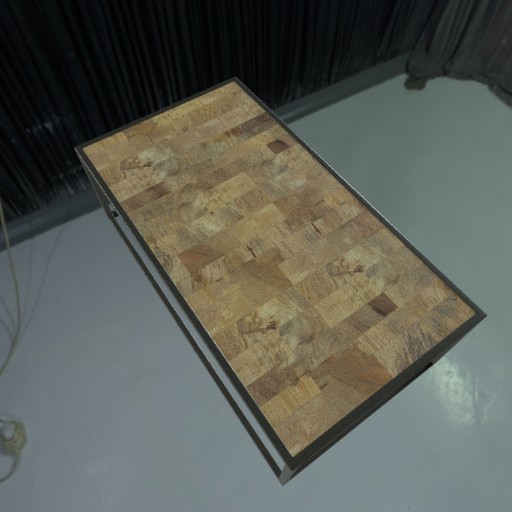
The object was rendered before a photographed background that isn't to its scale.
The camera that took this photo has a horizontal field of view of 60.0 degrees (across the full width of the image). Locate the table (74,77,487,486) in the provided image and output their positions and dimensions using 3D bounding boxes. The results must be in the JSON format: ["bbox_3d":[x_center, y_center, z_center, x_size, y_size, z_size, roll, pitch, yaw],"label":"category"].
[{"bbox_3d":[0.000,0.000,1.494,0.649,0.398,1.199,-31,63,-17],"label":"table"}]
